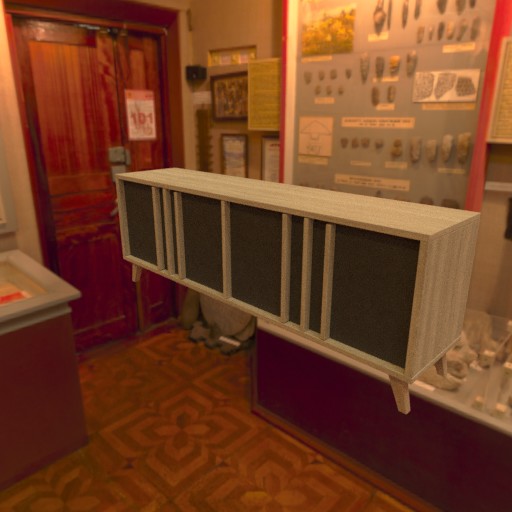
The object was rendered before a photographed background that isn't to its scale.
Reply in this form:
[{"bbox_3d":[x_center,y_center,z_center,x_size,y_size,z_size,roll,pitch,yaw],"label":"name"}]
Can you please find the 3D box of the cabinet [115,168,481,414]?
[{"bbox_3d":[0.000,0.000,2.568,2.198,0.779,0.499,17,25,42],"label":"cabinet"}]
